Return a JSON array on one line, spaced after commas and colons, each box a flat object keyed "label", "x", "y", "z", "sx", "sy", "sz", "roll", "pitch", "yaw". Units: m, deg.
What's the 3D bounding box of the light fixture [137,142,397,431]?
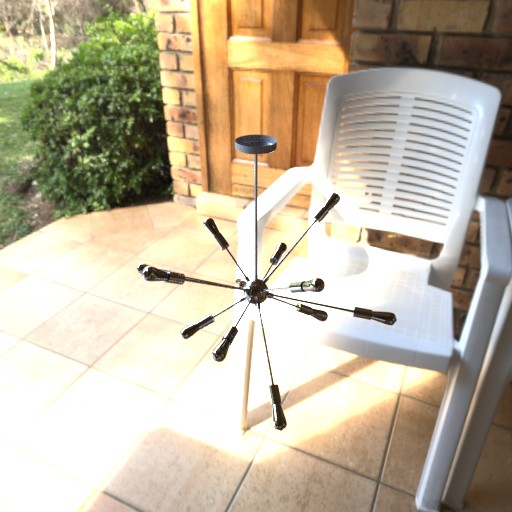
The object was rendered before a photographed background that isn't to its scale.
[{"label": "light fixture", "x": 0.000, "y": 0.000, "z": 1.060, "sx": 0.684, "sy": 0.558, "sz": 0.509, "roll": 10, "pitch": 33, "yaw": 16}]
